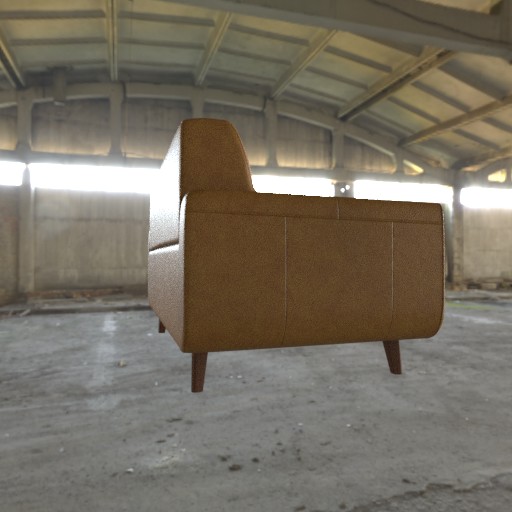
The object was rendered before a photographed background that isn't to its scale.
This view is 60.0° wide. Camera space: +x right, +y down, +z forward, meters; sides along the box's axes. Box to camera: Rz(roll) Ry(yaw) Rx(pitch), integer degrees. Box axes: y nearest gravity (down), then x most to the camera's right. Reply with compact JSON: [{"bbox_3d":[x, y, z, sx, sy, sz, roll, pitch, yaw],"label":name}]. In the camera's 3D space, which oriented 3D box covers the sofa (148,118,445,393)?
[{"bbox_3d":[0.000,0.000,2.220,0.952,0.925,1.651,0,-1,-17],"label":"sofa"}]
